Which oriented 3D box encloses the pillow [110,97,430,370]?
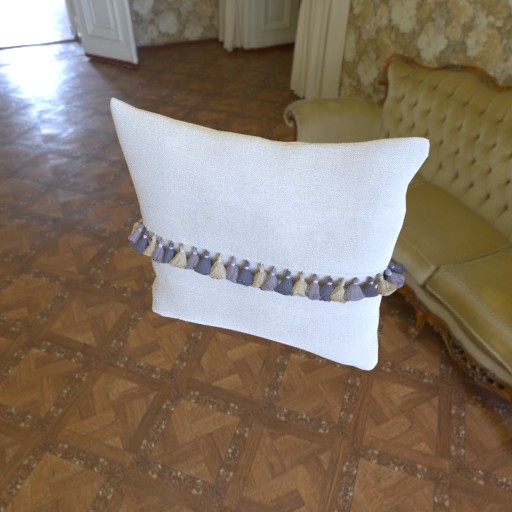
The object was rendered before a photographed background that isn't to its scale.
[{"bbox_3d":[0.000,0.000,0.758,0.489,0.481,0.165,12,42,14],"label":"pillow"}]
